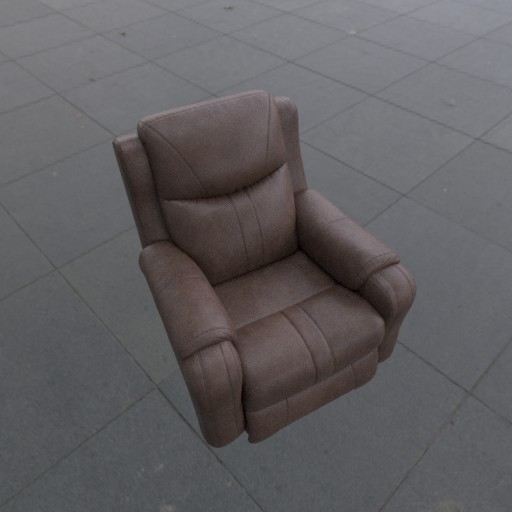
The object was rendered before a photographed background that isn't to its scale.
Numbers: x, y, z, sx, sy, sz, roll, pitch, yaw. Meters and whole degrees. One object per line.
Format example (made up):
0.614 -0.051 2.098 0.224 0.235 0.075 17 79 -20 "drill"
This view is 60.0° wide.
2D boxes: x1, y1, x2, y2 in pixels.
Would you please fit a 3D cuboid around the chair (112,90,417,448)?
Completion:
0.000 0.000 1.827 0.940 0.990 1.067 -21 50 -19 "chair"
